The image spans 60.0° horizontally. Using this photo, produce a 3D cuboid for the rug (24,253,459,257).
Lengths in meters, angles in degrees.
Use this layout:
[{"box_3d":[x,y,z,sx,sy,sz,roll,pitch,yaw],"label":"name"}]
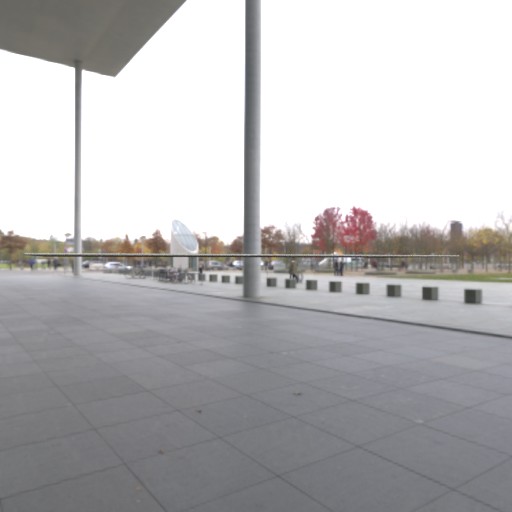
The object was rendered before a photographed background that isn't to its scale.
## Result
[{"box_3d":[0.000,0.000,2.703,2.435,0.009,0.750,0,-1,-20],"label":"rug"}]
